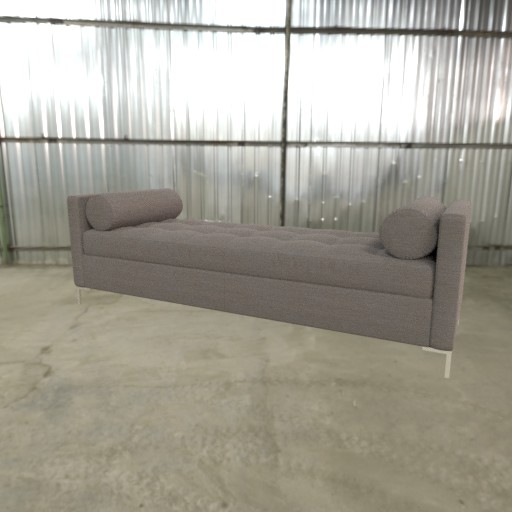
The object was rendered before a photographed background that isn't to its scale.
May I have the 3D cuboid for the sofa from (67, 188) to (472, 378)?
[{"bbox_3d":[0.000,0.000,2.329,1.981,0.635,0.686,6,13,26],"label":"sofa"}]
